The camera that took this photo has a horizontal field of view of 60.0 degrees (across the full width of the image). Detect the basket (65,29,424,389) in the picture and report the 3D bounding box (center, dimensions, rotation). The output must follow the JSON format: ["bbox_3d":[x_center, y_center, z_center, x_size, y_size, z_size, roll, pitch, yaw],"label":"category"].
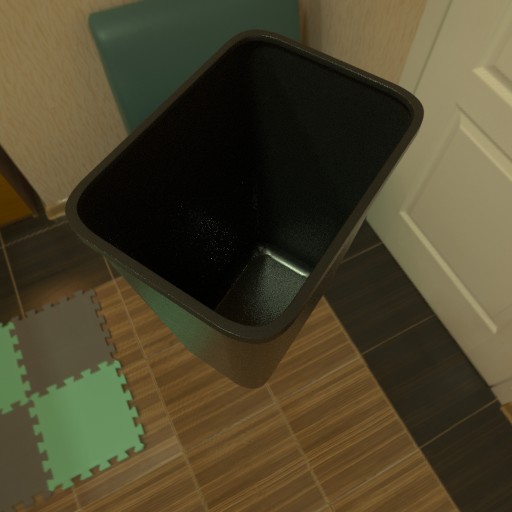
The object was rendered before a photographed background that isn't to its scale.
[{"bbox_3d":[0.000,0.000,0.749,0.287,0.521,0.394,31,67,15],"label":"basket"}]
